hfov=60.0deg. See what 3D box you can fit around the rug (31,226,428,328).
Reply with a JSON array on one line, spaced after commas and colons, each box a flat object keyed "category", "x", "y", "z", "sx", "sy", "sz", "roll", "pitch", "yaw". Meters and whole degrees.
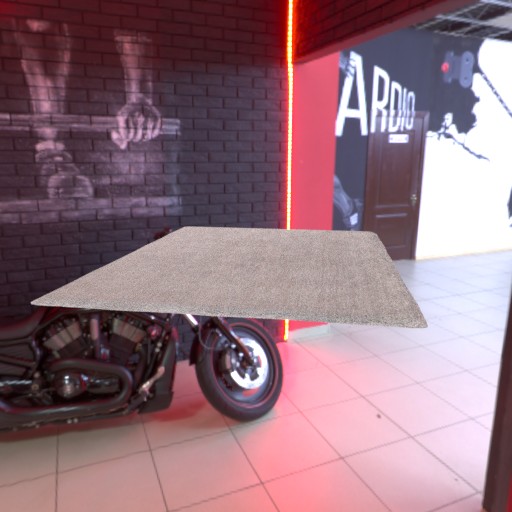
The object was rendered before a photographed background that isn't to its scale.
[{"category": "rug", "x": 0.000, "y": 0.000, "z": 3.881, "sx": 2.332, "sy": 0.027, "sz": 2.933, "roll": 2, "pitch": 13, "yaw": 9}]
